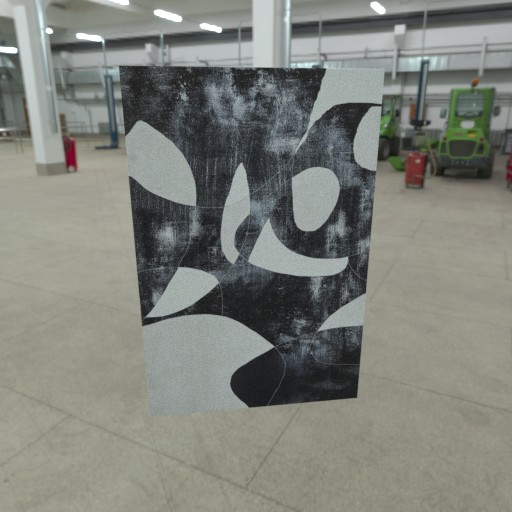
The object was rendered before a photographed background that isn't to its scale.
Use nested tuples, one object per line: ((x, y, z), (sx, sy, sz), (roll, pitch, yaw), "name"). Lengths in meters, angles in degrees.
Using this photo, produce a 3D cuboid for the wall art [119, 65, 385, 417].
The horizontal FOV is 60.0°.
((0.000, 0.000, 1.168), (0.610, 0.915, 0.041), (-3, 18, -8), "wall art")
